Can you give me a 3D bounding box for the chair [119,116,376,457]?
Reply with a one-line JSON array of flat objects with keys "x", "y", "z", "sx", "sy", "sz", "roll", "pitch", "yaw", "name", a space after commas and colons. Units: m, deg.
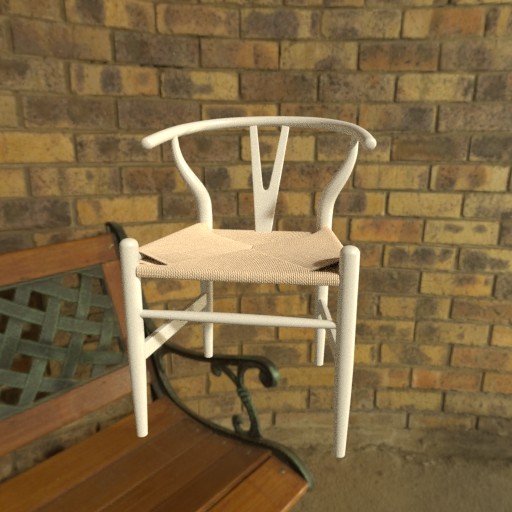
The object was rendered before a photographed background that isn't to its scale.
[{"x": 0.000, "y": 0.000, "z": 1.159, "sx": 0.569, "sy": 0.730, "sz": 0.579, "roll": 2, "pitch": 14, "yaw": 9, "name": "chair"}]
